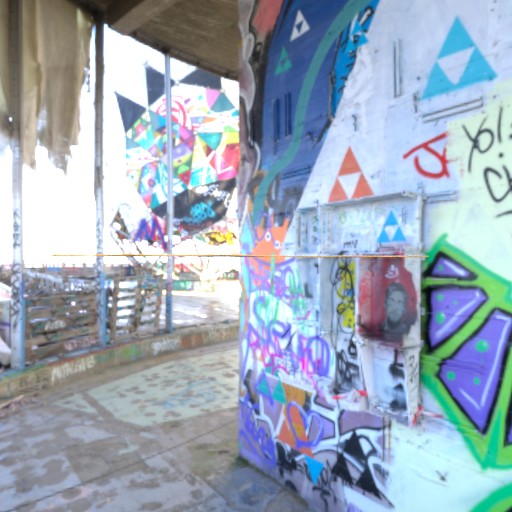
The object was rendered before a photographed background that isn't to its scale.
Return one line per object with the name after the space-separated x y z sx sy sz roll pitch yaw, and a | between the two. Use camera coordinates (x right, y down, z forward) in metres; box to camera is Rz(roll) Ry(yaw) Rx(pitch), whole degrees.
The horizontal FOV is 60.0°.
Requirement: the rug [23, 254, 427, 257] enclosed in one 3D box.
0.000 0.000 2.536 2.294 0.014 0.704 0 0 -36 | rug
